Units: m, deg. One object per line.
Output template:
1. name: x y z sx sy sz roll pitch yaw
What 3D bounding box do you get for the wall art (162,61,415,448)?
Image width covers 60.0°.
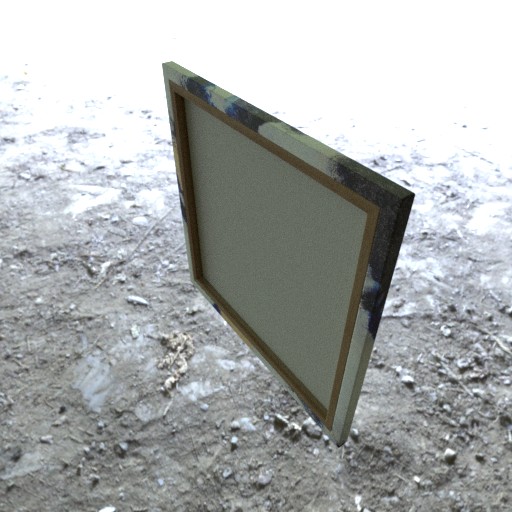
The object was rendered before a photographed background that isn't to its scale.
1. wall art: 0.000 0.000 1.314 0.038 0.885 0.887 -25 47 -26
